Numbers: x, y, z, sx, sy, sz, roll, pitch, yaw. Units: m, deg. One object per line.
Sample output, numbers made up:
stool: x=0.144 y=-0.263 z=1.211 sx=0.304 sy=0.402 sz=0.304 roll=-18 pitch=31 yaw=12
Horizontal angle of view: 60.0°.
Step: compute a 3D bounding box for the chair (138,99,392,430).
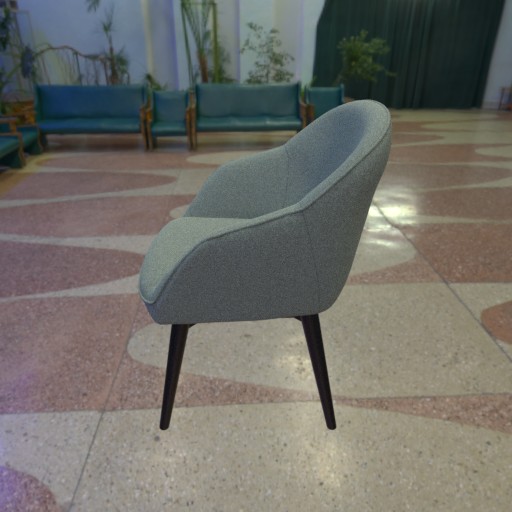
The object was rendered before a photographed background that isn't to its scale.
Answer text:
chair: x=0.000 y=0.000 z=1.234 sx=0.611 sy=0.810 sz=0.589 roll=0 pitch=27 yaw=0
